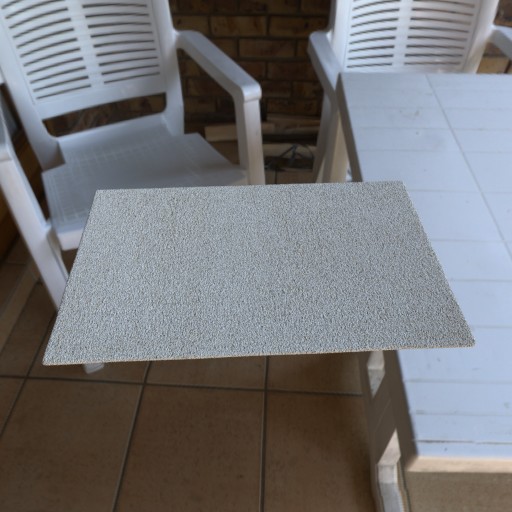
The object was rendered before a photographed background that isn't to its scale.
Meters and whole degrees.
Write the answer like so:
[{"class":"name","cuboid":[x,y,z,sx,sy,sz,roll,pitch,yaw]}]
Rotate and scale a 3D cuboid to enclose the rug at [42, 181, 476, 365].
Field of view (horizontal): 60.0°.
[{"class":"rug","cuboid":[0.000,0.000,2.996,2.438,0.030,1.524,-2,47,-2]}]
